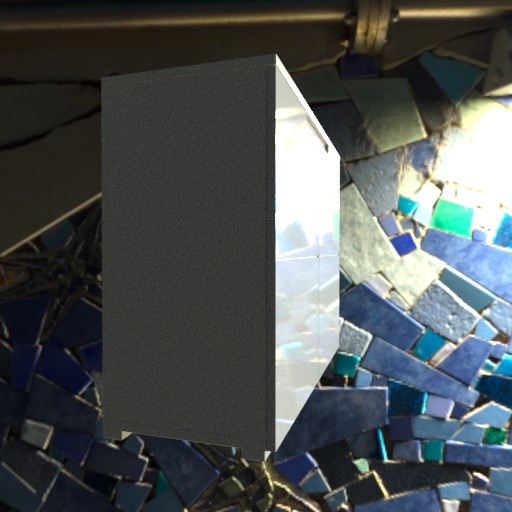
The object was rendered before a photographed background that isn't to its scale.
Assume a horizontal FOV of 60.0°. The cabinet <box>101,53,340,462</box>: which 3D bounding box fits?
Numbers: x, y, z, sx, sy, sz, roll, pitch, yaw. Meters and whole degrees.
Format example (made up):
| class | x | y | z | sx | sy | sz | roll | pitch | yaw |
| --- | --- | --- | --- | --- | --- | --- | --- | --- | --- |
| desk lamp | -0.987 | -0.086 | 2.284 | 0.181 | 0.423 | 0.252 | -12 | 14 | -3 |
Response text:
| class | x | y | z | sx | sy | sz | roll | pitch | yaw |
| --- | --- | --- | --- | --- | --- | --- | --- | --- | --- |
| cabinet | 0.000 | 0.000 | 1.400 | 0.400 | 0.800 | 1.000 | 0 | 1 | 18 |
